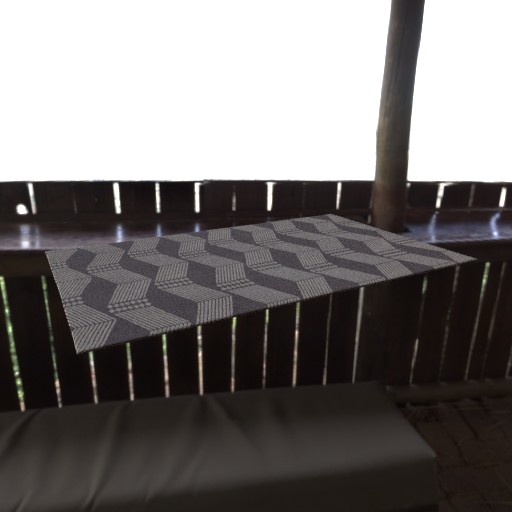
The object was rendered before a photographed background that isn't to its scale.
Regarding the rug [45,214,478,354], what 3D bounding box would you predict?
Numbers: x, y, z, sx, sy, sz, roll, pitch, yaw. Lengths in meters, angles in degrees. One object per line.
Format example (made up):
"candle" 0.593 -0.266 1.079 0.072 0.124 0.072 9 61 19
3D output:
"rug" 0.000 0.000 2.934 2.435 0.011 1.517 -10 20 -27
